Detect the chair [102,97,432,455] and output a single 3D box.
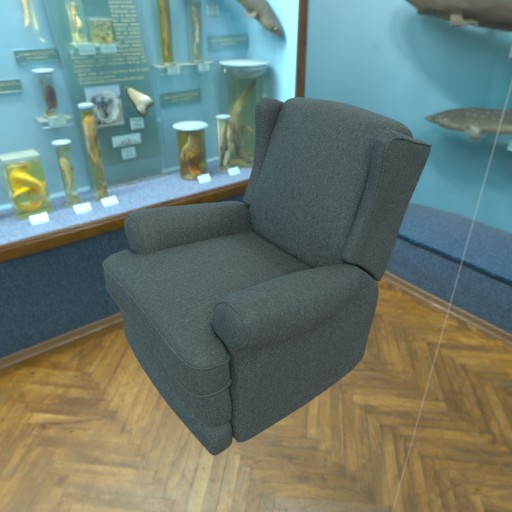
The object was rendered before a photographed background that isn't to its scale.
[{"bbox_3d":[0.000,0.000,1.660,0.969,1.011,0.847,-21,36,-31],"label":"chair"}]
